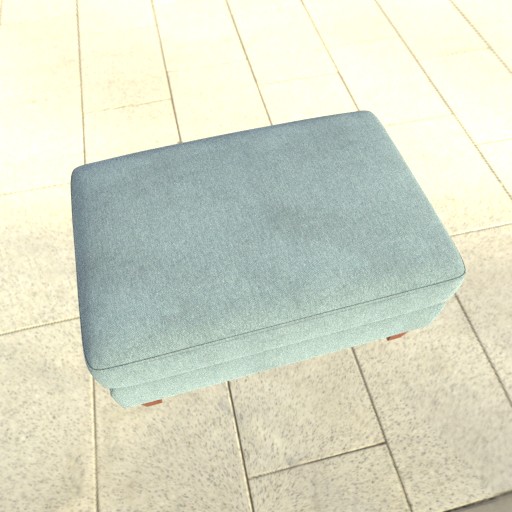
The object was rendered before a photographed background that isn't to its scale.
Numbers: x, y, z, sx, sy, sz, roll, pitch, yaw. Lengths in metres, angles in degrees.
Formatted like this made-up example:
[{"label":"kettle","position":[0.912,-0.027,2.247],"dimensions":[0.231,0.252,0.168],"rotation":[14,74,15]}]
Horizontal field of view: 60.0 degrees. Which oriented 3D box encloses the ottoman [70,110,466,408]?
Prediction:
[{"label":"ottoman","position":[0.000,0.000,1.210],"dimensions":[0.864,0.483,0.584],"rotation":[-13,60,-8]}]
